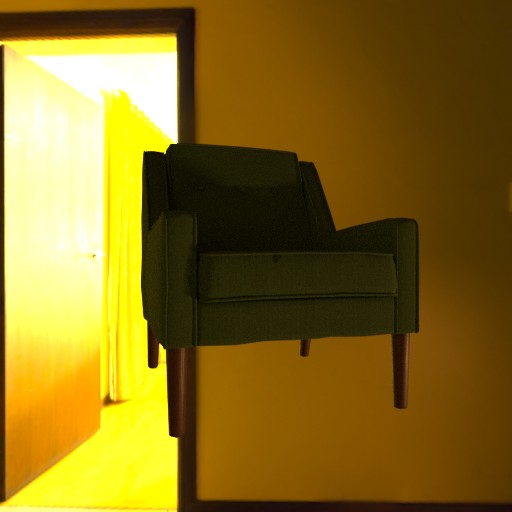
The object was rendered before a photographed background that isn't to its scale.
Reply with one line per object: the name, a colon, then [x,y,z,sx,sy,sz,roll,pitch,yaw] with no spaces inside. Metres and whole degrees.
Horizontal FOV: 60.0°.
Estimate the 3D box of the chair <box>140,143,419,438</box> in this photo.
chair: [0.000,0.000,1.360,0.663,0.792,0.743,0,0,-18]
